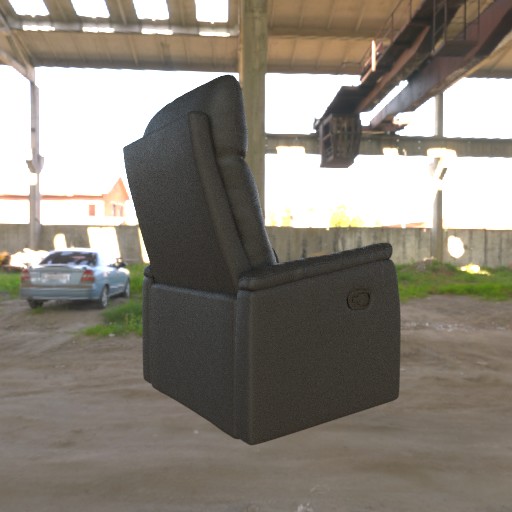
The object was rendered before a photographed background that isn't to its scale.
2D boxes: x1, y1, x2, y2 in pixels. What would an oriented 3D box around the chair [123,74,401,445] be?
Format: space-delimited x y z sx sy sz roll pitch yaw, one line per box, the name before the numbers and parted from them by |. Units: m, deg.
chair | 0.000 0.000 1.662 0.831 1.082 0.775 -1 1 -36
